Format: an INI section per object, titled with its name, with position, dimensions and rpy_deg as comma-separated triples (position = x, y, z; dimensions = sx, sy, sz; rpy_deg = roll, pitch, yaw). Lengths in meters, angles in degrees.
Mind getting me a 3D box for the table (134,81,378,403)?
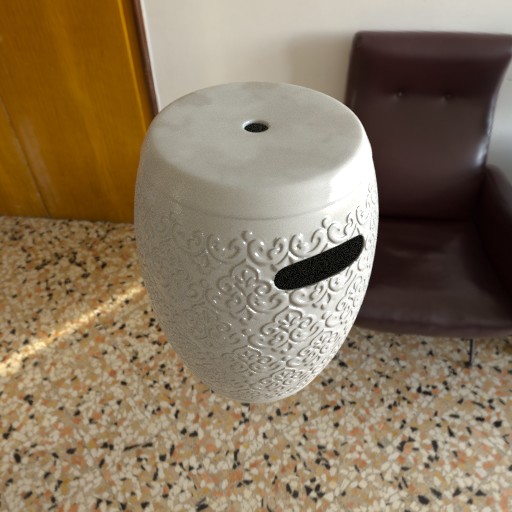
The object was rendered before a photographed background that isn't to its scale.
[table]
position = 0.000, 0.000, 0.614
dimensions = 0.309, 0.397, 0.309
rpy_deg = 0, 45, 0
